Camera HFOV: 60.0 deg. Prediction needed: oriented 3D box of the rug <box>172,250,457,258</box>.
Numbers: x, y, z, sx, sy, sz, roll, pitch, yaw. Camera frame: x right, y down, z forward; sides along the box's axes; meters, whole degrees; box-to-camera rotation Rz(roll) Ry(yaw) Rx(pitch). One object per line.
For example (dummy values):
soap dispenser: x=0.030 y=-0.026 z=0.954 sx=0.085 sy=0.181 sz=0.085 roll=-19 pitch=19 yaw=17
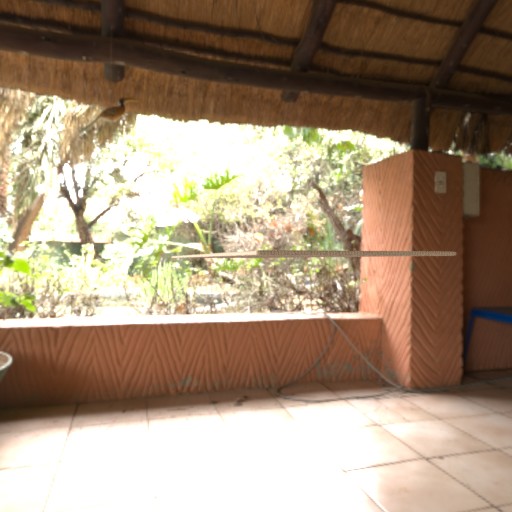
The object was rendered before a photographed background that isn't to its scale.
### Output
rug: x=0.000 y=0.000 z=2.423 sx=0.678 sy=0.014 sz=2.276 roll=0 pitch=0 yaw=-17
